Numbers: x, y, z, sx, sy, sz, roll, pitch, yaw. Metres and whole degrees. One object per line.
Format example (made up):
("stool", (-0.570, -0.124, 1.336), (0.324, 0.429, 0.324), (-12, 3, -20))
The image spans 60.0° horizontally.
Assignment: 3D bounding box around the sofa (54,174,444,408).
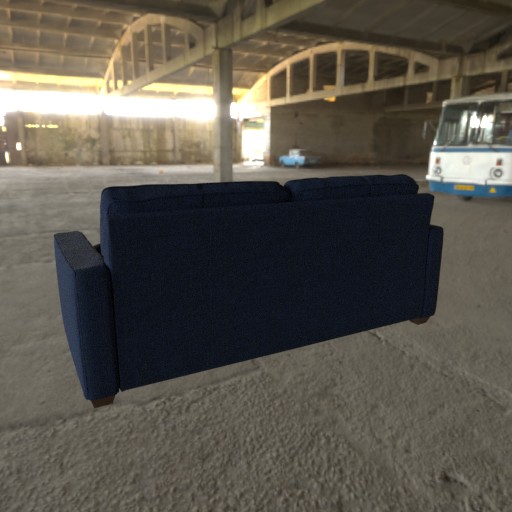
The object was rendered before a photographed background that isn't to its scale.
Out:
("sofa", (0.000, 0.000, 2.554), (2.080, 0.919, 0.940), (-7, 16, -27))
